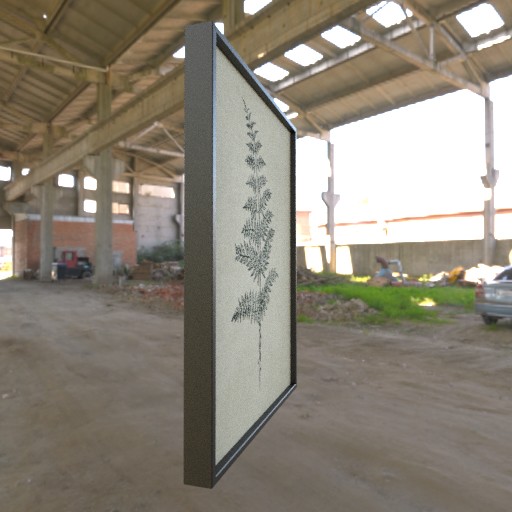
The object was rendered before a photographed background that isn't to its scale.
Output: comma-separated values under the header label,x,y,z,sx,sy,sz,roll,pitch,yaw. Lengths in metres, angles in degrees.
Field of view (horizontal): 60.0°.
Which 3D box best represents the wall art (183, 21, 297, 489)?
label,x,y,z,sx,sy,sz,roll,pitch,yaw
wall art,0.000,0.000,0.744,0.039,0.555,0.449,0,-1,18
